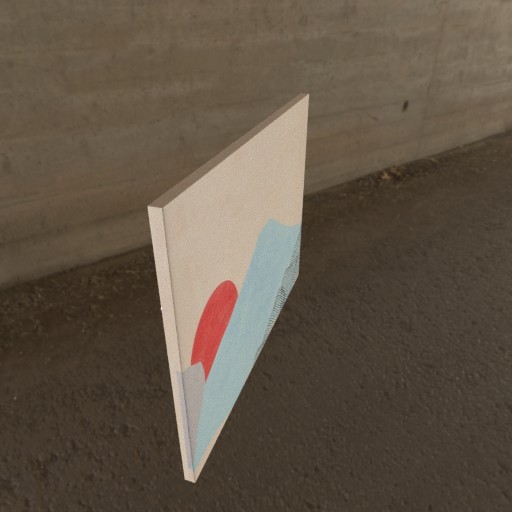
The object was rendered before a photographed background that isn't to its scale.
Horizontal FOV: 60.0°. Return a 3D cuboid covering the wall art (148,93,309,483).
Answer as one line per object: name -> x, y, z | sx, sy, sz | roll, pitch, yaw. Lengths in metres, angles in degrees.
wall art -> 0.000, 0.000, 1.610 | 0.042, 0.912, 1.219 | 10, 32, 17
